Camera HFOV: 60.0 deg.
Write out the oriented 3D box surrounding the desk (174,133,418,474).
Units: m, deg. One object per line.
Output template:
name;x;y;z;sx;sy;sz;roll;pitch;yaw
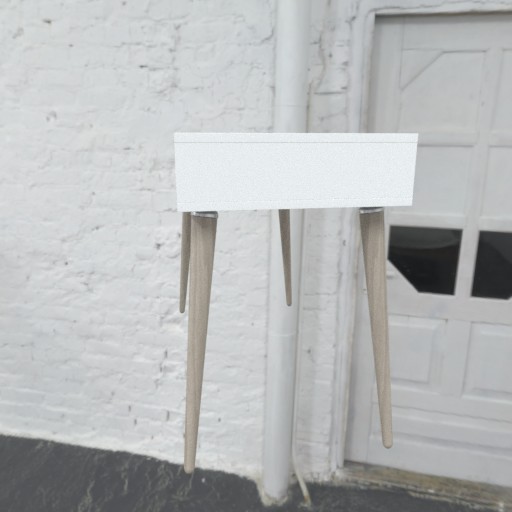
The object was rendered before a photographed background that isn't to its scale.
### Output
desk;0.000;0.000;1.382;0.491;0.723;0.979;-3;15;-10
